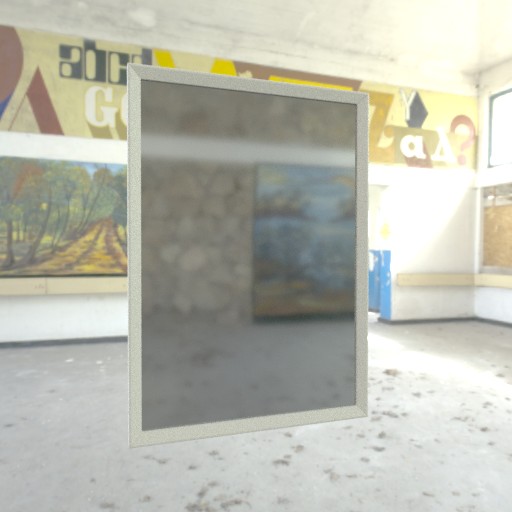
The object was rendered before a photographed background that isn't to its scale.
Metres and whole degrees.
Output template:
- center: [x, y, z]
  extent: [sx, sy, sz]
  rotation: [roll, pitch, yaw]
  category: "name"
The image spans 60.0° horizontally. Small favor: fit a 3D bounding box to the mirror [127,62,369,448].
- center: [0.000, 0.000, 0.912]
  extent: [0.507, 0.710, 0.039]
  rotation: [0, 1, -18]
  category: "mirror"
